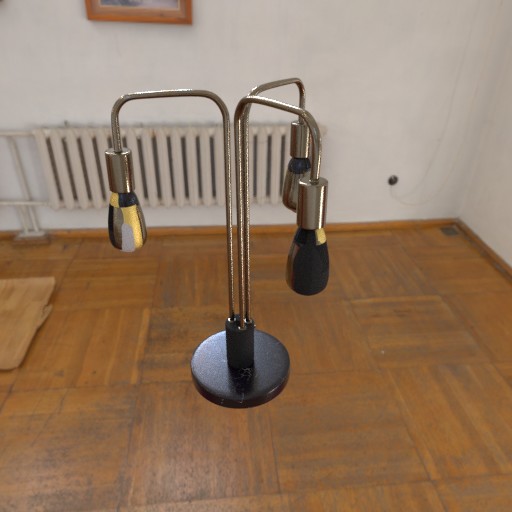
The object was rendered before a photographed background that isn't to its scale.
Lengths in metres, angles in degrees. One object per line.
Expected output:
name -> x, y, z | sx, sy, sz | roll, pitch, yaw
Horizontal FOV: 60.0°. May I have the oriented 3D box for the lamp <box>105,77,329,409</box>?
lamp -> 0.000, 0.000, 0.784 | 0.355, 0.560, 0.368 | 23, 37, 33
